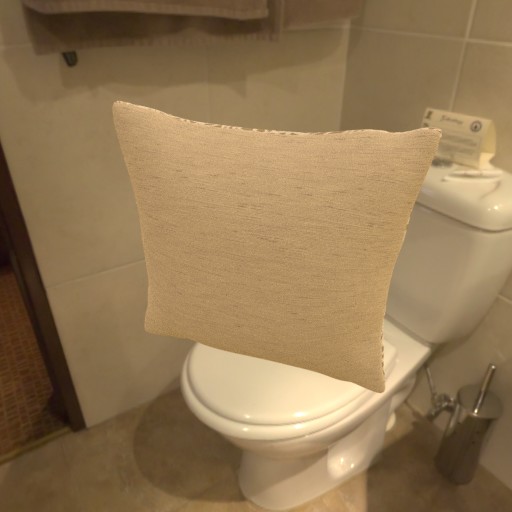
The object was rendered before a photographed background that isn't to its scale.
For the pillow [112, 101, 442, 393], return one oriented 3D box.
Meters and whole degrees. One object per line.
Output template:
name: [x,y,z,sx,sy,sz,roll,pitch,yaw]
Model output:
pillow: [0.000,0.000,0.661,0.438,0.421,0.167,11,33,17]
